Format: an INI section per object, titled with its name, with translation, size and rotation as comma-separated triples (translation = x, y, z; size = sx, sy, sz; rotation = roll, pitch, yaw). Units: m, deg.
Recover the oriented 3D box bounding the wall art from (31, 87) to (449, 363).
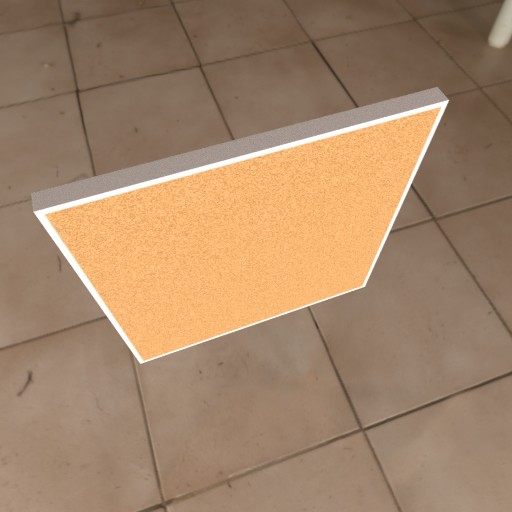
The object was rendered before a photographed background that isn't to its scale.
[wall art]
translation = 0.000, 0.000, 1.109
size = 0.768, 0.765, 0.041
rotation = -17, 60, -10
